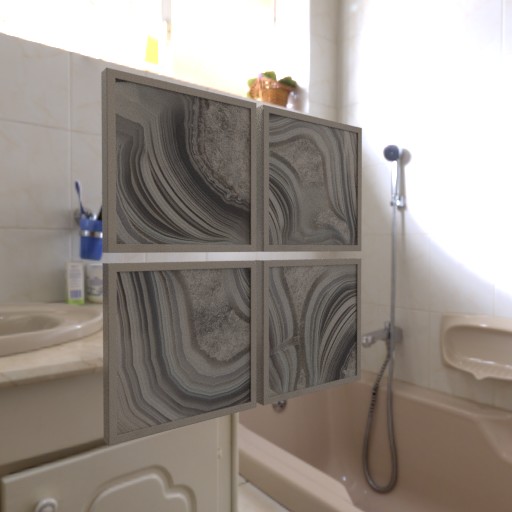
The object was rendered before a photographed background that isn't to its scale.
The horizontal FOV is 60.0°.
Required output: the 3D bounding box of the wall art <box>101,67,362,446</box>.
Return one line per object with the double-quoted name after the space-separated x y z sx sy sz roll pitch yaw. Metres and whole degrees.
0.000 0.000 0.906 0.611 0.611 0.029 -1 1 -36 "wall art"
